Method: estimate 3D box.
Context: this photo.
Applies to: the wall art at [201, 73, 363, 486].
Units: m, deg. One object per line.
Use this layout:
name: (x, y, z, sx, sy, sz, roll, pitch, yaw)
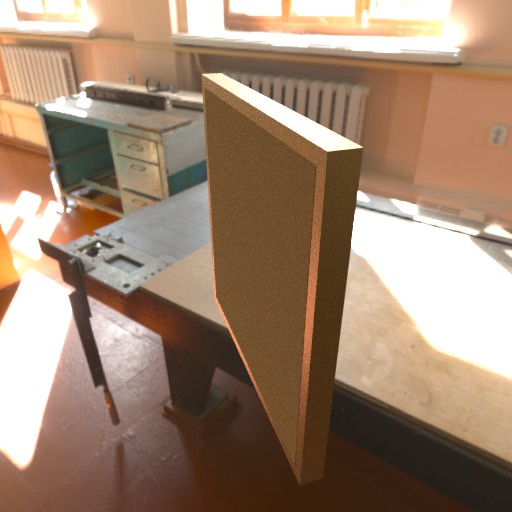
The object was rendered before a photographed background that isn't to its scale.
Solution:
wall art: (0.000, 0.000, 1.888, 0.095, 1.284, 1.284, -10, 32, -16)
